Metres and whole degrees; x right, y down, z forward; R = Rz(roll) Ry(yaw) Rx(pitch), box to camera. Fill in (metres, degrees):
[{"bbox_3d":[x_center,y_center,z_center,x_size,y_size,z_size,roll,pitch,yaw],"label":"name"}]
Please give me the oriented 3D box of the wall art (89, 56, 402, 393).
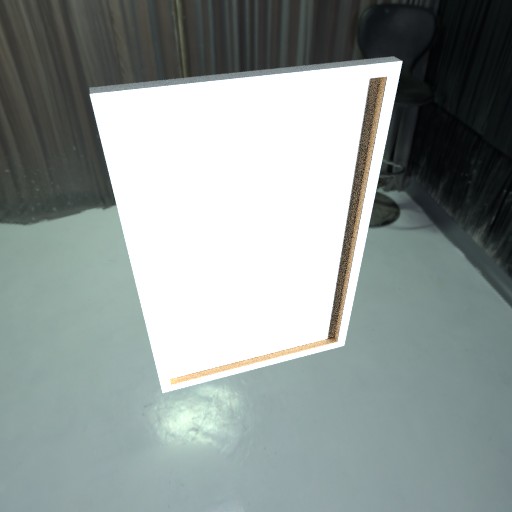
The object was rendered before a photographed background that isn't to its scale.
[{"bbox_3d":[0.000,0.000,1.137,0.607,0.912,0.038,-11,42,-13],"label":"wall art"}]
